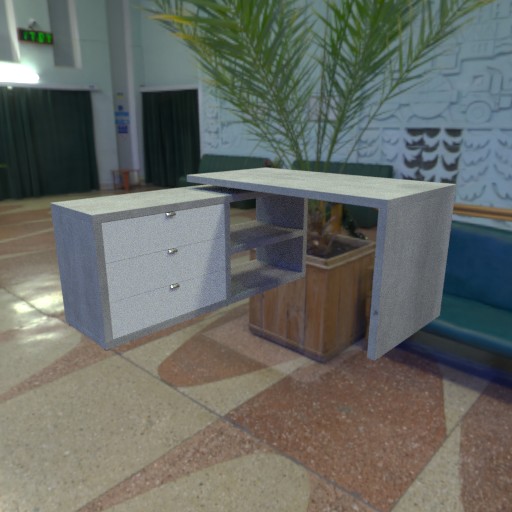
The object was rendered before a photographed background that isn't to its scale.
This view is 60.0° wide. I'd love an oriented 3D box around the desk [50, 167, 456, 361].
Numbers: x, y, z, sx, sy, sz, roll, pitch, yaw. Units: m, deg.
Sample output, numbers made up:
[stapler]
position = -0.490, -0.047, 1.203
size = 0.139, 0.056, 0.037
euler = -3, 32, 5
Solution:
[desk]
position = 0.000, 0.000, 2.331
size = 1.400, 0.740, 1.500
euler = 15, 22, 42
